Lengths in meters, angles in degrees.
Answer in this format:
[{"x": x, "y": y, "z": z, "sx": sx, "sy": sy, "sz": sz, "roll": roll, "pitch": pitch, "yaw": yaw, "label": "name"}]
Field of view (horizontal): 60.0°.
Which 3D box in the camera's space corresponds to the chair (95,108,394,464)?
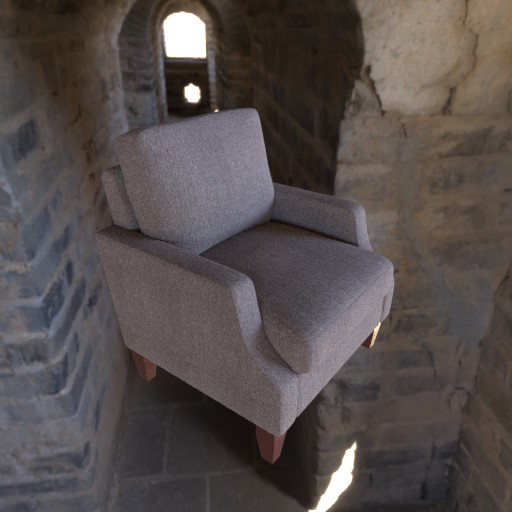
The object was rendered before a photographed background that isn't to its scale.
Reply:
[{"x": 0.000, "y": 0.000, "z": 1.713, "sx": 0.897, "sy": 0.993, "sz": 0.855, "roll": 20, "pitch": 33, "yaw": 33, "label": "chair"}]
